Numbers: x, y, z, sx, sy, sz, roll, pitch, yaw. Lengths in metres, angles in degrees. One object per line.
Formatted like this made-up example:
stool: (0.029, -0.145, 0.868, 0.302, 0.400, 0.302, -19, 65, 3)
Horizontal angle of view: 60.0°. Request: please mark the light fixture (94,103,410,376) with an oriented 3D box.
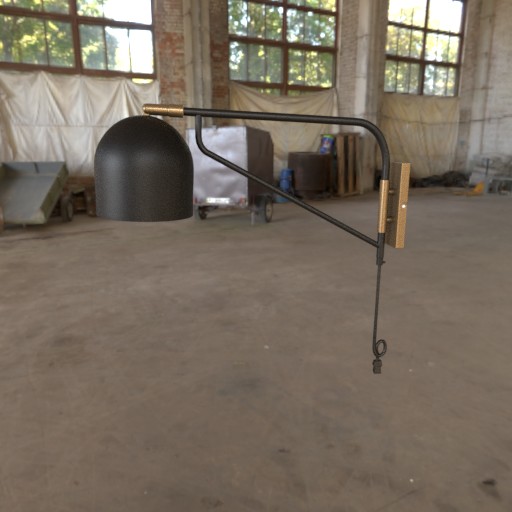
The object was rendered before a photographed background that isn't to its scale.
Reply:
light fixture: (0.000, 0.000, 1.073, 0.720, 0.696, 0.215, -2, 14, -8)
